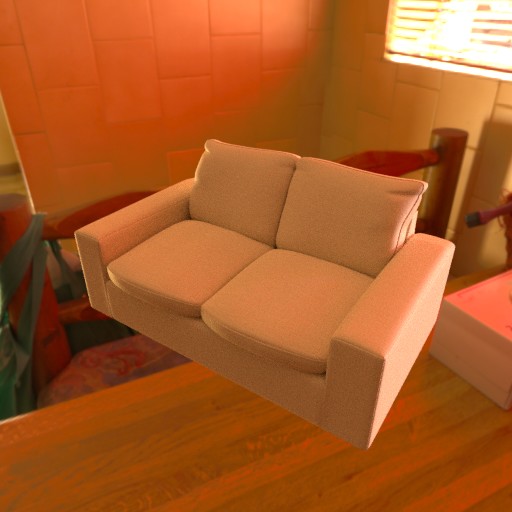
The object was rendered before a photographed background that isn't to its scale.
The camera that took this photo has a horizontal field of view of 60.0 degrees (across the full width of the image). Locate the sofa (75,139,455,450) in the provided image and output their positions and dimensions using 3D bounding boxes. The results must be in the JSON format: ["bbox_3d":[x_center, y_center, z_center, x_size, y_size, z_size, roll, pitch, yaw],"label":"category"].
[{"bbox_3d":[0.000,0.000,2.368,1.754,0.875,1.091,19,35,29],"label":"sofa"}]
